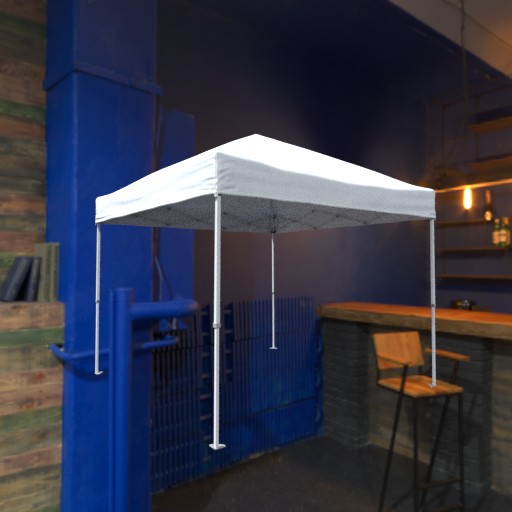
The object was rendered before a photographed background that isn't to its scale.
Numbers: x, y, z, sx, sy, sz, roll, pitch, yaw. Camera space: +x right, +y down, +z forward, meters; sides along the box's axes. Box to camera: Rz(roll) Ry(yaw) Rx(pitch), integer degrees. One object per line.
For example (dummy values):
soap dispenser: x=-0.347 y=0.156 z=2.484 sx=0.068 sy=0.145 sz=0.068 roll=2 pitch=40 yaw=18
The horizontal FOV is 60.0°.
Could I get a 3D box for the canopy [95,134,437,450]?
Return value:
canopy: x=0.000 y=0.000 z=5.425 sx=2.996 sy=2.997 sz=2.998 roll=1 pitch=-2 yaw=-37
